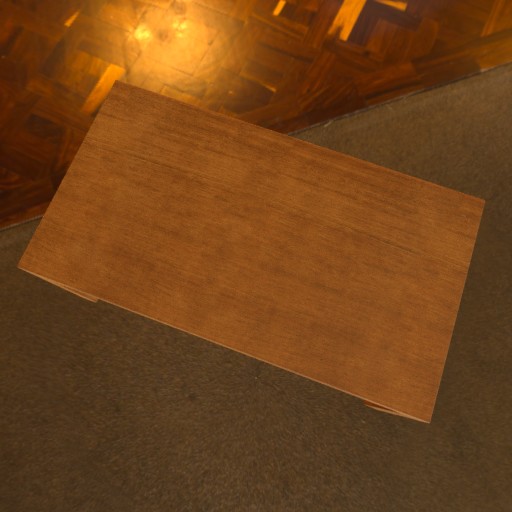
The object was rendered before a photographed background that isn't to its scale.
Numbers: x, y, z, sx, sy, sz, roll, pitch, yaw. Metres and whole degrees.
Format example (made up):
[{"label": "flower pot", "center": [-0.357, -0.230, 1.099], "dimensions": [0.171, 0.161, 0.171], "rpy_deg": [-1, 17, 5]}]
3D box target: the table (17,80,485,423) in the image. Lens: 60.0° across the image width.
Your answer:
[{"label": "table", "center": [0.000, 0.000, 1.268], "dimensions": [1.000, 0.419, 0.549], "rpy_deg": [20, 76, 5]}]
